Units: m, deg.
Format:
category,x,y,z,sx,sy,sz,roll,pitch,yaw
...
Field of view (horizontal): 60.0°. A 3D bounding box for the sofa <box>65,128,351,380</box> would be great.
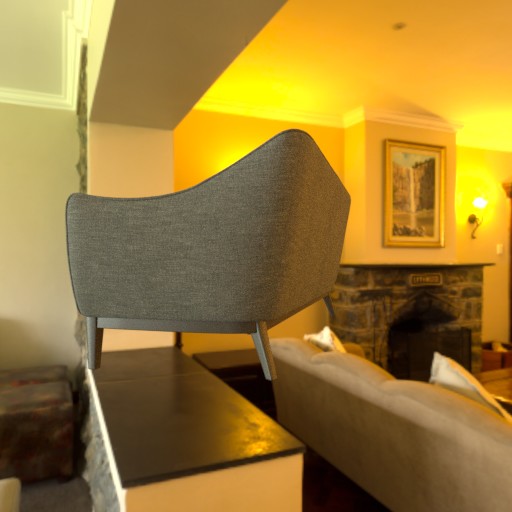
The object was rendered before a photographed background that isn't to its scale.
category,x,y,z,sx,sy,sz,roll,pitch,yaw
sofa,0.000,0.000,2.345,0.867,0.829,1.928,0,0,17
